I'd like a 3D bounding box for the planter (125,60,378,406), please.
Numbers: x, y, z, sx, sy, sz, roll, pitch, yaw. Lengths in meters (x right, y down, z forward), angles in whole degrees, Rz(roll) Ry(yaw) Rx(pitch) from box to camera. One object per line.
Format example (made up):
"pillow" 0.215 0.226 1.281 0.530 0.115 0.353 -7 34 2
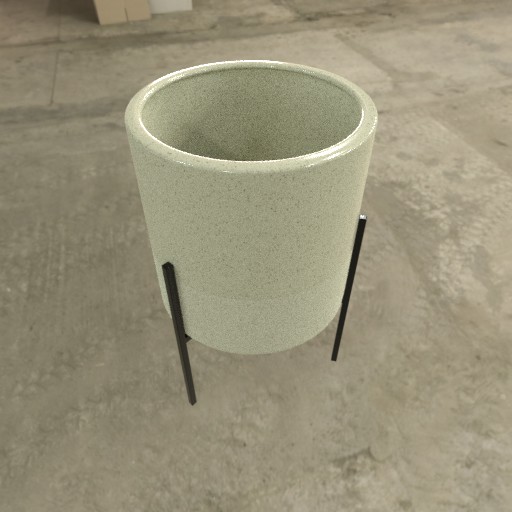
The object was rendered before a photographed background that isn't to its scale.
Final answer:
"planter" 0.000 0.000 0.548 0.243 0.390 0.234 8 44 9
